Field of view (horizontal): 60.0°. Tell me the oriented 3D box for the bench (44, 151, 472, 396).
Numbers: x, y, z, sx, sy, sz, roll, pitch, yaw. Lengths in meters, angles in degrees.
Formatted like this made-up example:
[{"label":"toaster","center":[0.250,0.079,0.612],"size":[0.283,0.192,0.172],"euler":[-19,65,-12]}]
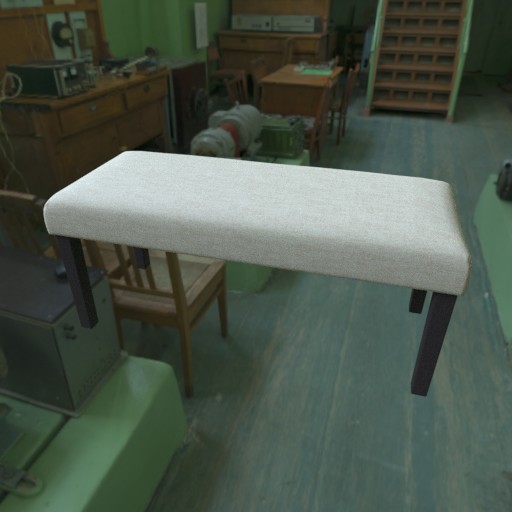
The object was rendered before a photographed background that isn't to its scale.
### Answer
[{"label":"bench","center":[0.000,0.000,1.254],"size":[1.013,0.456,0.407],"euler":[8,32,13]}]
